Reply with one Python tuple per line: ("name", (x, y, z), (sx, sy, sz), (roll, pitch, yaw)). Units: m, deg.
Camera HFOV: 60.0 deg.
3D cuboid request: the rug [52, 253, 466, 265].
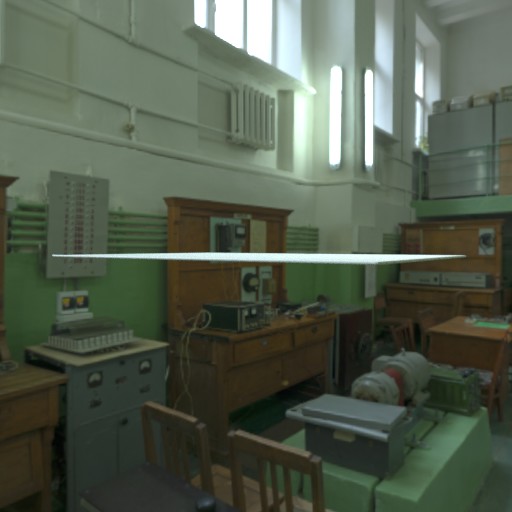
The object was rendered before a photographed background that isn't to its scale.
("rug", (0.000, 0.000, 2.894), (2.244, 0.017, 1.532), (1, 1, 36))
